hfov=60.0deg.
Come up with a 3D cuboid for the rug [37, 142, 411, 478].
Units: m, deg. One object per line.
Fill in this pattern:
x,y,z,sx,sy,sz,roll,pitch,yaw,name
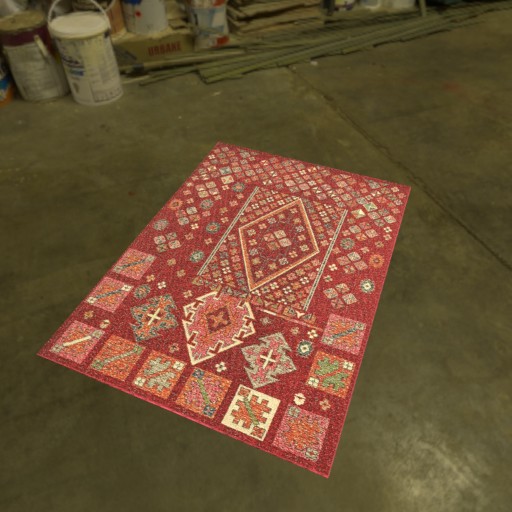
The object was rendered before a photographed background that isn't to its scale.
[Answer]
0.000,0.000,2.797,1.579,0.007,2.184,17,49,15,rug
